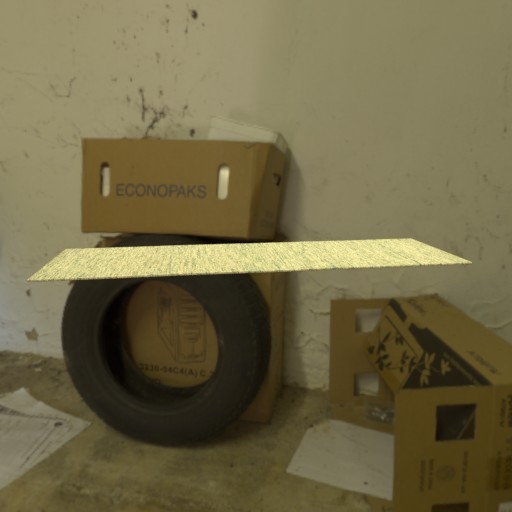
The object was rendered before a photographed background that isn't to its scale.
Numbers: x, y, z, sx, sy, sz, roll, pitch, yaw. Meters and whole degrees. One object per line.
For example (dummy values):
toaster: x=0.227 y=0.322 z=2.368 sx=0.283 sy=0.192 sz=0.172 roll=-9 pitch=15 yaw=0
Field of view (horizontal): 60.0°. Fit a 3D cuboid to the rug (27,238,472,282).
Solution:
rug: x=0.000 y=0.000 z=2.585 sx=2.290 sy=0.014 sz=0.700 roll=-2 pitch=13 yaw=-8
